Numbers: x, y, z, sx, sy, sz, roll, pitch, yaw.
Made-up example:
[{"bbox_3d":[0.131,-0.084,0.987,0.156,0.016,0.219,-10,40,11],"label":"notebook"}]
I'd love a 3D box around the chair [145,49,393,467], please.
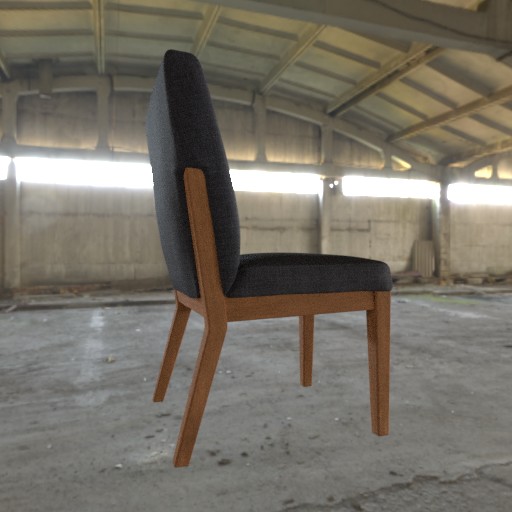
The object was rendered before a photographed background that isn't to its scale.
[{"bbox_3d":[0.000,0.000,1.262,0.586,0.911,0.507,0,0,-19],"label":"chair"}]
